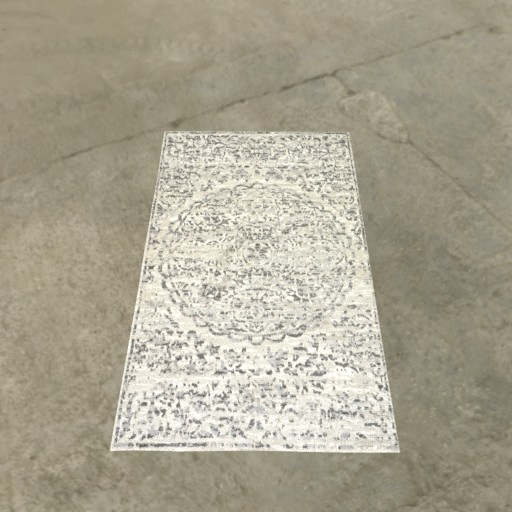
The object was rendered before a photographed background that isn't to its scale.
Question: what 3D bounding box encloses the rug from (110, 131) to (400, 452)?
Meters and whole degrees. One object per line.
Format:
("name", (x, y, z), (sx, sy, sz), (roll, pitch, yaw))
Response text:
("rug", (0.000, 0.000, 2.994), (1.527, 0.021, 2.447), (0, 57, 0))
